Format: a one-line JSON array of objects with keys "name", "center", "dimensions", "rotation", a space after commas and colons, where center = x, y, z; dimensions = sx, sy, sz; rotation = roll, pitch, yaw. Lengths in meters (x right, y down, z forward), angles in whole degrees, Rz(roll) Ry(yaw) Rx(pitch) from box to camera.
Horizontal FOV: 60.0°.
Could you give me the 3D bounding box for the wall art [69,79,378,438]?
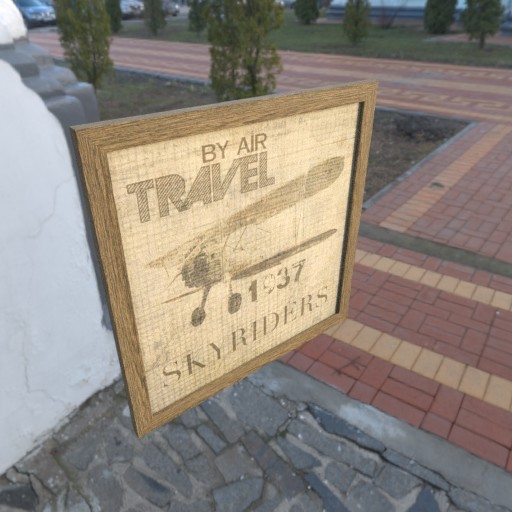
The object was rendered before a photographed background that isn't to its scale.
[{"name": "wall art", "center": [0.000, 0.000, 0.745], "dimensions": [0.508, 0.508, 0.019], "rotation": [-22, 37, -32]}]
